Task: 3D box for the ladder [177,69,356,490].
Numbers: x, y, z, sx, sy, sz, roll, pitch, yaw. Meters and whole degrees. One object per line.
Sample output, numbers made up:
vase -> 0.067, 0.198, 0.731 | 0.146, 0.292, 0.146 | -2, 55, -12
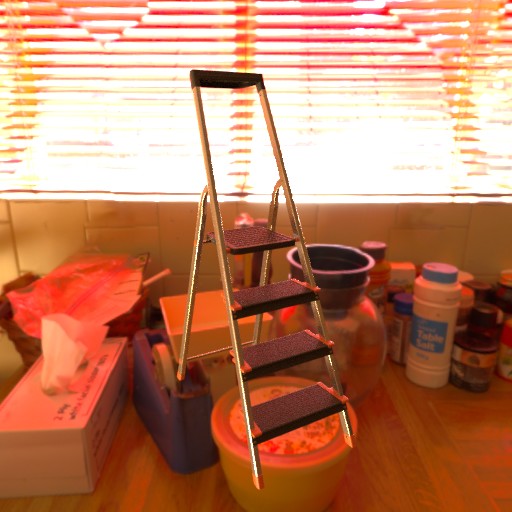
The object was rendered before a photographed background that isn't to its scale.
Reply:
ladder -> 0.000, 0.000, 1.798 | 0.452, 1.429, 0.834 | -9, 19, -28
